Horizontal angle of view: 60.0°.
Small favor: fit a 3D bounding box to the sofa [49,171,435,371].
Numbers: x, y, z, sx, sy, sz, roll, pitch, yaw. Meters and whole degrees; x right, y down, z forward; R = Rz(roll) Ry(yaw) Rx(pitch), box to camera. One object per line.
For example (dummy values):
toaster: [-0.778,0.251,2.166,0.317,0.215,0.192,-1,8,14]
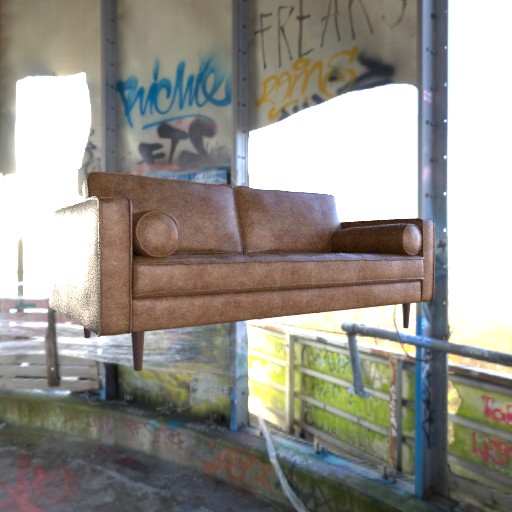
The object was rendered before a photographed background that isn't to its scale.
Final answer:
sofa: [0.000,0.000,2.379,1.920,0.825,0.924,0,1,-35]
